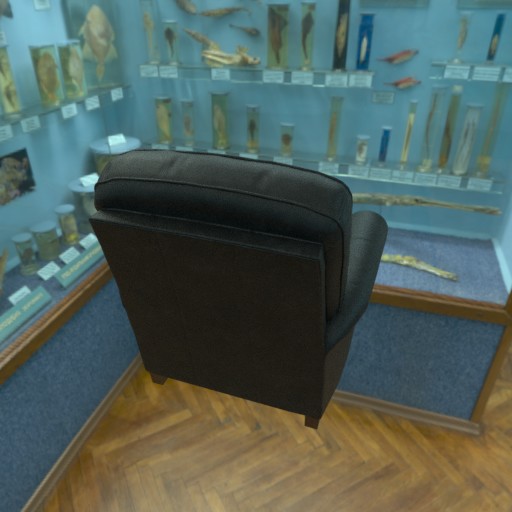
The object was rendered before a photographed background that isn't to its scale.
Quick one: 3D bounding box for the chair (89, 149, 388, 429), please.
[{"bbox_3d":[0.000,0.000,1.726,0.936,1.018,0.986,10,33,16],"label":"chair"}]
